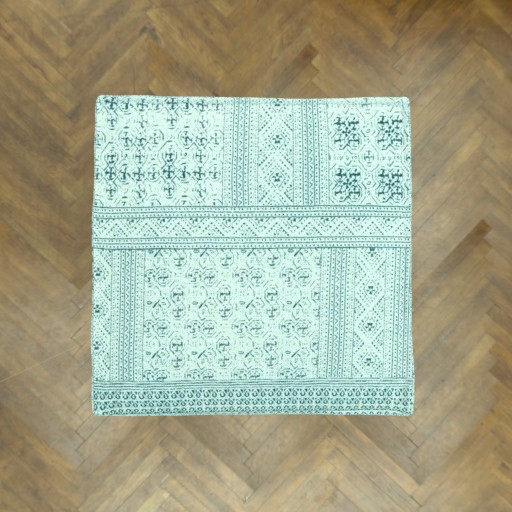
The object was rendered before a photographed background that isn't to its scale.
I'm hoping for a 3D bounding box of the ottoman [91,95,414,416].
[{"bbox_3d":[0.000,0.000,1.025,0.626,0.439,0.617,0,89,-1],"label":"ottoman"}]
